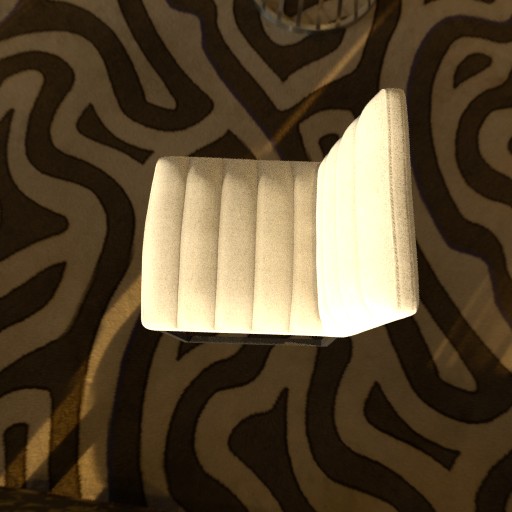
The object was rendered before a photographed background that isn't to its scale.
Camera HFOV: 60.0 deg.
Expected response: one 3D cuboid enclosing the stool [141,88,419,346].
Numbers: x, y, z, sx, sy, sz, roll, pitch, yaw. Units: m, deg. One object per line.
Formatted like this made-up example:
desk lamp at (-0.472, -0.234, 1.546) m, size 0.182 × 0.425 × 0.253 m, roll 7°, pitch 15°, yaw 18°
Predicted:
stool at (0.000, 0.000, 1.256) m, size 0.567 × 0.971 × 0.459 m, roll 2°, pitch 75°, yaw 0°
